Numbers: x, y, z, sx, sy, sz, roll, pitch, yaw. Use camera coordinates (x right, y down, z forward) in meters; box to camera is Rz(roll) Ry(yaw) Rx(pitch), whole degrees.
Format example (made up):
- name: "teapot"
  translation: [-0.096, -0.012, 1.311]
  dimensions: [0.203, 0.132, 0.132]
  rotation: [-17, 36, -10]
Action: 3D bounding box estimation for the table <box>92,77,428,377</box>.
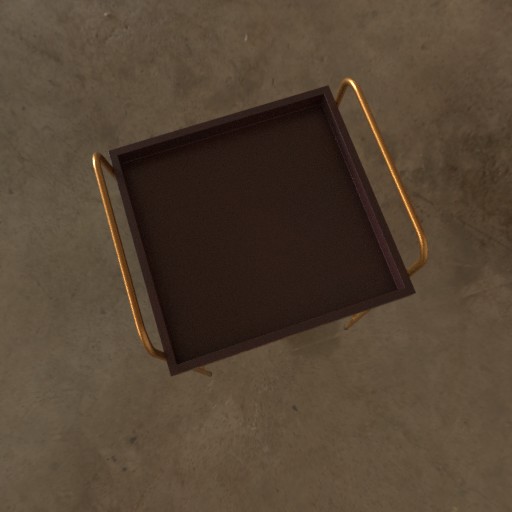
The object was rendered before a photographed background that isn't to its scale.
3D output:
- name: "table"
  translation: [0.000, 0.000, 0.987]
  dimensions: [0.430, 0.710, 0.430]
  rotation: [-18, 77, -4]
